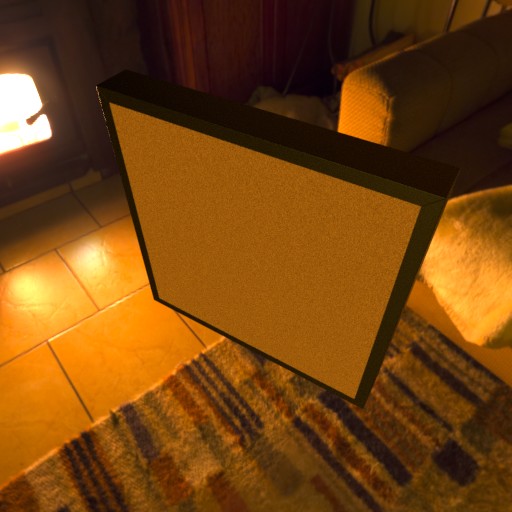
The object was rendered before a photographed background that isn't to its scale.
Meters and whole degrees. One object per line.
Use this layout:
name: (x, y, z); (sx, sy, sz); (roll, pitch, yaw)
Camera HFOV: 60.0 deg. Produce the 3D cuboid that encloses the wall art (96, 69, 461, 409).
wall art: (0.000, 0.000, 0.455); (0.304, 0.304, 0.038); (23, 51, 21)
